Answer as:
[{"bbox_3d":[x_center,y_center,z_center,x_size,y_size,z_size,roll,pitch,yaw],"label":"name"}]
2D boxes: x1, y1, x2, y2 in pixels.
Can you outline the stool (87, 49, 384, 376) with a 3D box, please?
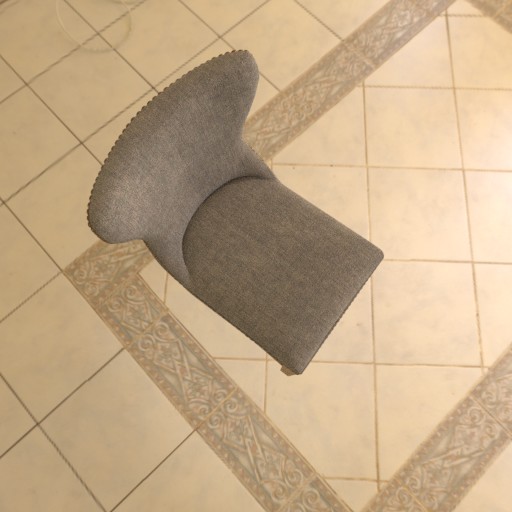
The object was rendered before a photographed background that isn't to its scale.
[{"bbox_3d":[0.000,0.000,1.303,0.608,0.981,0.498,36,78,9],"label":"stool"}]
